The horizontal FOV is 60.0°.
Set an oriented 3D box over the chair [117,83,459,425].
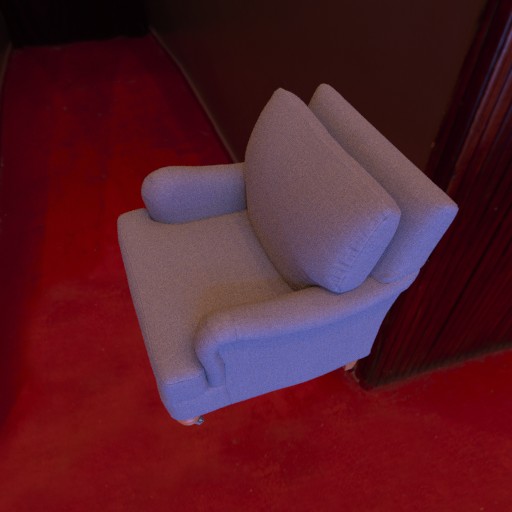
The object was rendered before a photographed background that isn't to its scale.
[{"bbox_3d":[0.000,0.000,1.885,1.070,1.038,0.955,-16,50,-14],"label":"chair"}]
